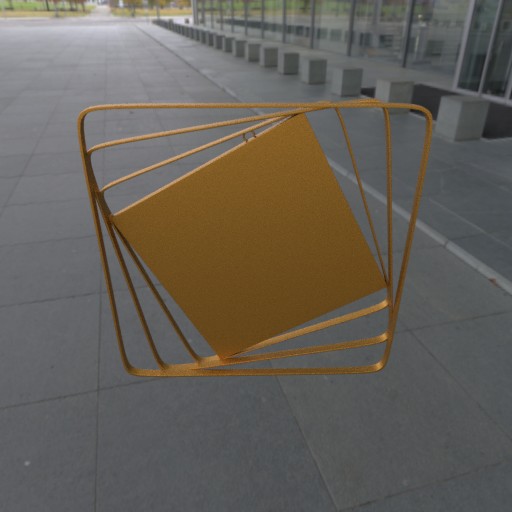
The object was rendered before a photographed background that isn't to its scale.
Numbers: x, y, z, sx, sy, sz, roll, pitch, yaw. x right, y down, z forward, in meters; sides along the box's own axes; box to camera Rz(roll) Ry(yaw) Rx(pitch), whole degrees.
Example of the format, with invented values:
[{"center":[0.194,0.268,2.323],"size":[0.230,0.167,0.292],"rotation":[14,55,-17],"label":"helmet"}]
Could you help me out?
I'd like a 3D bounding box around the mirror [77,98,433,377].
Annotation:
[{"center":[0.000,0.000,0.694],"size":[0.470,0.468,0.045],"rotation":[-1,29,-1],"label":"mirror"}]
